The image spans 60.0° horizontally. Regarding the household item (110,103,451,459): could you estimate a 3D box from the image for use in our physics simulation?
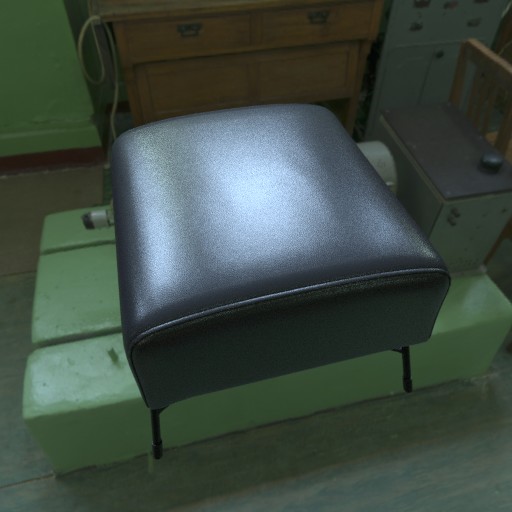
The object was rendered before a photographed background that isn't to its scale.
[{"bbox_3d":[0.000,0.000,0.887,0.530,0.410,0.530,-11,48,-10],"label":"household item"}]
